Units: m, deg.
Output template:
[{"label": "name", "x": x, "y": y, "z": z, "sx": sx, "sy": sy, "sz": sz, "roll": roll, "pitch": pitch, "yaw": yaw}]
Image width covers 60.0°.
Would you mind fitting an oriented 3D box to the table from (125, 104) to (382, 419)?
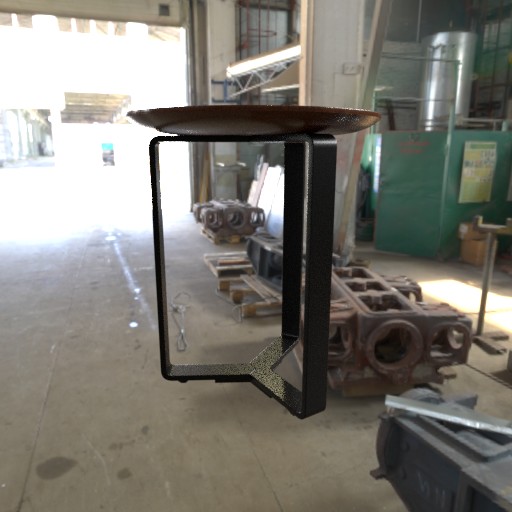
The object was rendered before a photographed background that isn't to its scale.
[{"label": "table", "x": 0.000, "y": 0.000, "z": 0.749, "sx": 0.380, "sy": 0.450, "sz": 0.410, "roll": 7, "pitch": 15, "yaw": 27}]
